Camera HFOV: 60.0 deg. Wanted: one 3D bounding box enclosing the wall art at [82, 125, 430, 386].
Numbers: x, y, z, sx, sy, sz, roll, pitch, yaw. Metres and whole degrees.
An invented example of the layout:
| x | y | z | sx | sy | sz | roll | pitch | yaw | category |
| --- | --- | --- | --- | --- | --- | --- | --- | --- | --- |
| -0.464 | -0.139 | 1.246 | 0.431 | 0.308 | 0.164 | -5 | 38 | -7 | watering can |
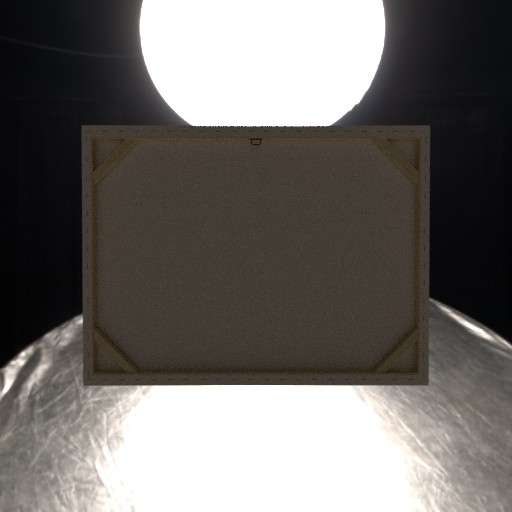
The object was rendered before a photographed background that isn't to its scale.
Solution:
| x | y | z | sx | sy | sz | roll | pitch | yaw | category |
| --- | --- | --- | --- | --- | --- | --- | --- | --- | --- |
| 0.000 | 0.000 | 1.317 | 1.016 | 0.762 | 0.038 | 0 | 1 | 0 | wall art |
